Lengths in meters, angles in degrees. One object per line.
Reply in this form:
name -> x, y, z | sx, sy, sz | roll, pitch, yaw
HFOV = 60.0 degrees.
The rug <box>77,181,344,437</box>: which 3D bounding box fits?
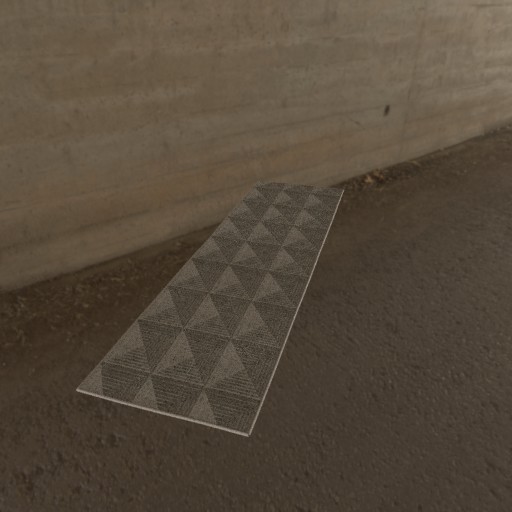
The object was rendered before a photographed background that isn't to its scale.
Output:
rug -> 0.000, 0.000, 2.372 | 0.645, 0.015, 2.182 | 9, 31, 15
